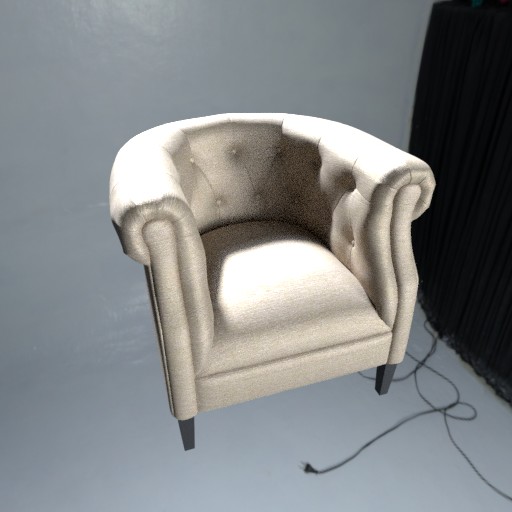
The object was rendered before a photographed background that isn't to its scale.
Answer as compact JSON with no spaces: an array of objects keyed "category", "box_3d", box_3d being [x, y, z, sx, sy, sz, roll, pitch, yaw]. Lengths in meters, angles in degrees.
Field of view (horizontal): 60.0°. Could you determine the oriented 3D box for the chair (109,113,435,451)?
[{"category":"chair","box_3d":[0.000,0.000,1.566,0.905,0.827,0.852,-10,33,-16]}]
